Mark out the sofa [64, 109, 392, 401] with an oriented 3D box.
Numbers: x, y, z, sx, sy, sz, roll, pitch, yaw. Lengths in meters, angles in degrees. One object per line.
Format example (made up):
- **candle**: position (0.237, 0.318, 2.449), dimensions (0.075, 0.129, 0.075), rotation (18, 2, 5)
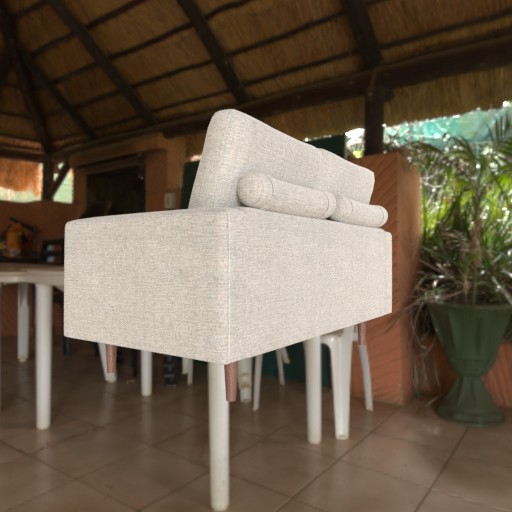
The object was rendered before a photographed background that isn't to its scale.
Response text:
- **sofa**: position (0.000, 0.000, 1.991), dimensions (0.842, 0.907, 1.407), rotation (0, 0, 35)
